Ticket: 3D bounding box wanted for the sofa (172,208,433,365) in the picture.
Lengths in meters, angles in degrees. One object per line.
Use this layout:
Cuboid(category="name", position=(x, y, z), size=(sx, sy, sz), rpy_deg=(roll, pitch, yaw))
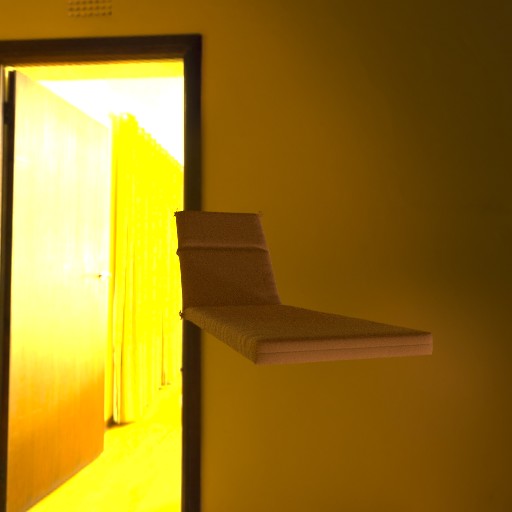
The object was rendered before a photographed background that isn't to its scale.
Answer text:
Cuboid(category="sofa", position=(0.000, 0.000, 1.939), size=(0.582, 0.622, 1.663), rpy_deg=(1, -2, -17))
